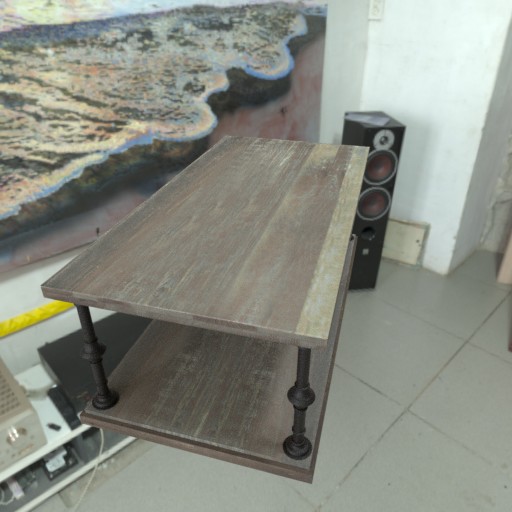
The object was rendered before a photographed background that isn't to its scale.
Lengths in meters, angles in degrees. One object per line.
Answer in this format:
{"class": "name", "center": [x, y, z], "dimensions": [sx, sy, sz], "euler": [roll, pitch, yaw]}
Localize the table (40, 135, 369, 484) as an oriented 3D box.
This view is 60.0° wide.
{"class": "table", "center": [0.000, 0.000, 1.340], "dimensions": [0.554, 0.399, 1.088], "euler": [8, 32, 14]}
